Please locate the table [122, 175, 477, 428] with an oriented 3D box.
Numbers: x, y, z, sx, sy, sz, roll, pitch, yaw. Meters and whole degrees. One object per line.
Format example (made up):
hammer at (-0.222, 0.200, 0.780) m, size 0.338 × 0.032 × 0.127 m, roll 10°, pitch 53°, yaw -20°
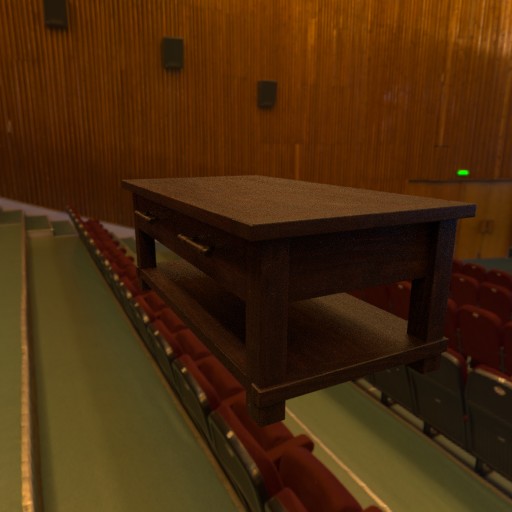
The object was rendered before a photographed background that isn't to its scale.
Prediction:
table at (0.000, 0.000, 1.638) m, size 0.700 × 0.494 × 1.270 m, roll -7°, pitch 16°, yaw -27°
